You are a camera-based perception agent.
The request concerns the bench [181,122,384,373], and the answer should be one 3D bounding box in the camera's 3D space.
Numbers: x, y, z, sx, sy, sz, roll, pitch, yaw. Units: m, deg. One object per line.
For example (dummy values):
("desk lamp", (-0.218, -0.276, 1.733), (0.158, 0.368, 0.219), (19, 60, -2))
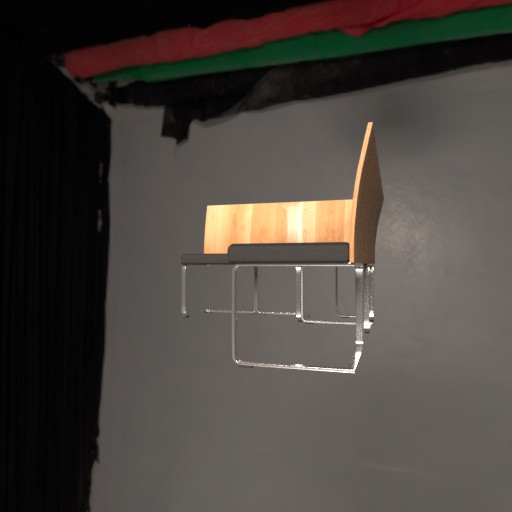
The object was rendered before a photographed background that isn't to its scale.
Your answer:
("bench", (0.000, 0.000, 2.755), (1.495, 0.930, 1.945), (0, -1, 17))
